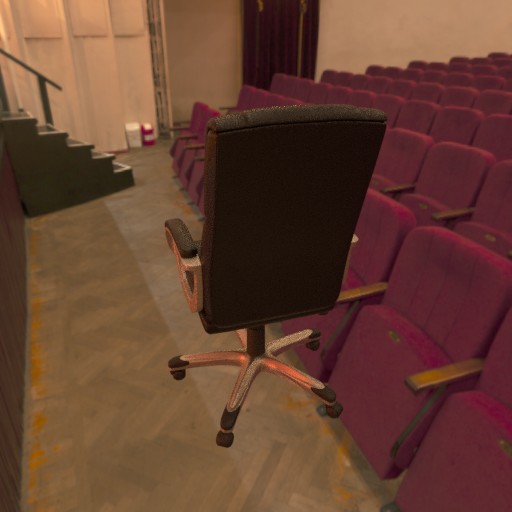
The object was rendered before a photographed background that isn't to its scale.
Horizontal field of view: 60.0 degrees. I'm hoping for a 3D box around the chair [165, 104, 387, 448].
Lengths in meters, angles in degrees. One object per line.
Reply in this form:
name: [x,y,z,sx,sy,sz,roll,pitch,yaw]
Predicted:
chair: [0.000,0.000,1.634,0.700,1.145,0.780,-9,28,-17]
